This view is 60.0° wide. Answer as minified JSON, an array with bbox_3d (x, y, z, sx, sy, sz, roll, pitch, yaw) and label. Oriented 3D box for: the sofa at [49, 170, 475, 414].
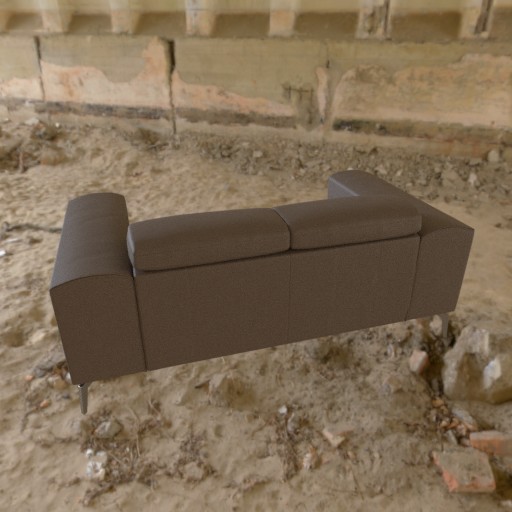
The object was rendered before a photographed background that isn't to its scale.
[{"bbox_3d":[0.000,0.000,2.364,1.895,0.779,1.003,-8,28,-15],"label":"sofa"}]
